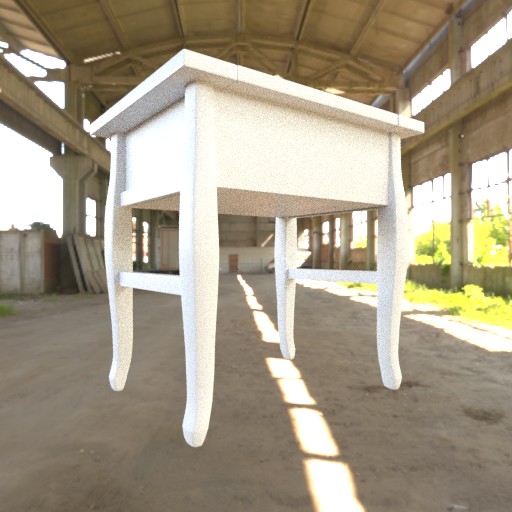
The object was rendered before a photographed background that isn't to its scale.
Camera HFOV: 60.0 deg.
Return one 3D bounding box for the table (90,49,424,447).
[{"bbox_3d":[0.000,0.000,1.002,0.599,0.605,0.463,0,0,-36],"label":"table"}]
